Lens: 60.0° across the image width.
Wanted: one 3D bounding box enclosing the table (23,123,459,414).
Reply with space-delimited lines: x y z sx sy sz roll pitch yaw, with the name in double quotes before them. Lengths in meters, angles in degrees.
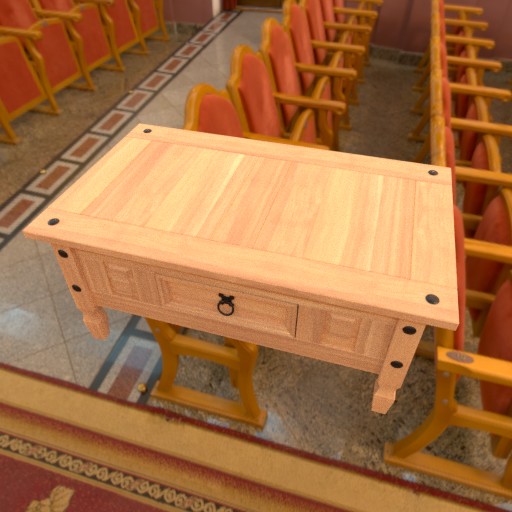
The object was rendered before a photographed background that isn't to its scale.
"table" 0.000 0.000 1.320 1.000 0.437 0.600 11 43 12
